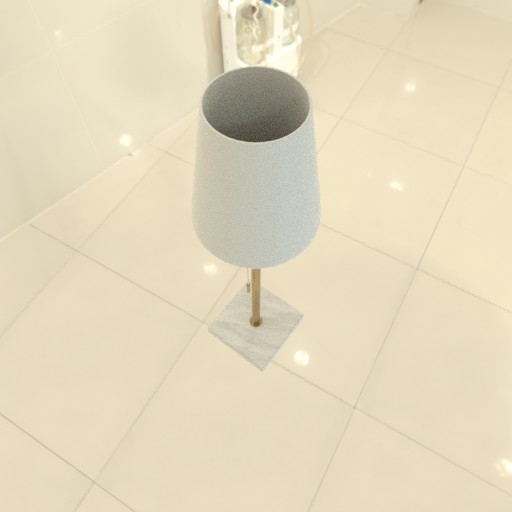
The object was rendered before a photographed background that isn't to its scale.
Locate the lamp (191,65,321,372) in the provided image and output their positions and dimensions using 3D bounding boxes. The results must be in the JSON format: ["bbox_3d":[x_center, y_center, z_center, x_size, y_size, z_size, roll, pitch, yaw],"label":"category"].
[{"bbox_3d":[0.000,0.000,0.733,0.181,0.639,0.181,33,66,17],"label":"lamp"}]
